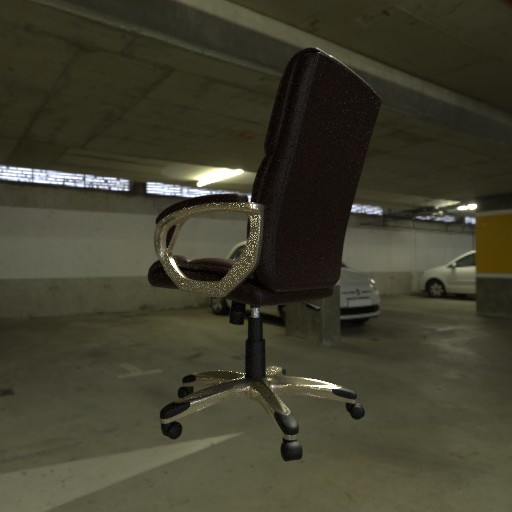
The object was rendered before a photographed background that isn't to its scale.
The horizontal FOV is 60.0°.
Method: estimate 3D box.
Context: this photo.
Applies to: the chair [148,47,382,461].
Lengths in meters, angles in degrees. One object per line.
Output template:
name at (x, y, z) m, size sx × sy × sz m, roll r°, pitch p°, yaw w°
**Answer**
chair at (0.000, 0.000, 1.526) m, size 0.739 × 1.107 × 0.662 m, roll -1°, pitch -1°, yaw 37°
